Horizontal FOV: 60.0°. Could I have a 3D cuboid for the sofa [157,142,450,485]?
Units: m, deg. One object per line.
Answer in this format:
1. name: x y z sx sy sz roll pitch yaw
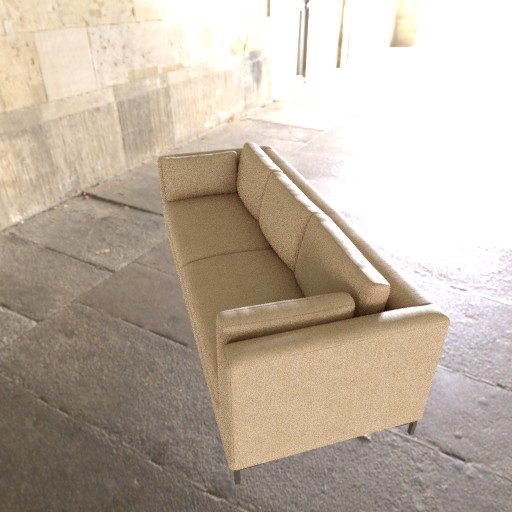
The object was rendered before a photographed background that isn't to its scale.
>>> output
1. sofa: 0.000 0.000 2.858 0.969 0.867 2.415 -9 33 -14
